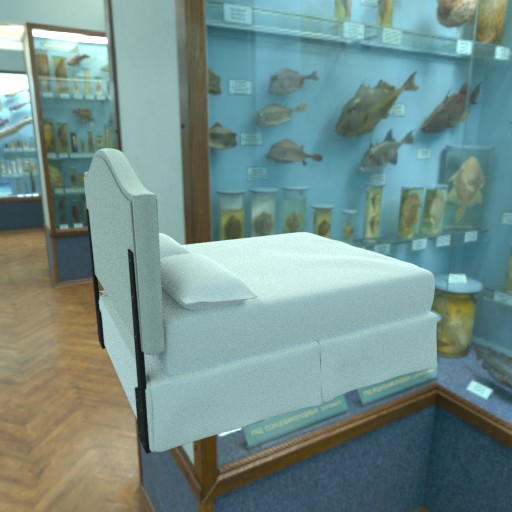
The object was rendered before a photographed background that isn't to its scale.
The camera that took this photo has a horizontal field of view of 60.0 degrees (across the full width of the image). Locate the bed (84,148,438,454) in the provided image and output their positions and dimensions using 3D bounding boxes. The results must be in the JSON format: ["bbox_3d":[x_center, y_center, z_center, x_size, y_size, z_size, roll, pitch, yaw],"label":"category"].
[{"bbox_3d":[0.000,0.000,3.374,2.180,1.607,1.813,-8,16,-27],"label":"bed"}]
